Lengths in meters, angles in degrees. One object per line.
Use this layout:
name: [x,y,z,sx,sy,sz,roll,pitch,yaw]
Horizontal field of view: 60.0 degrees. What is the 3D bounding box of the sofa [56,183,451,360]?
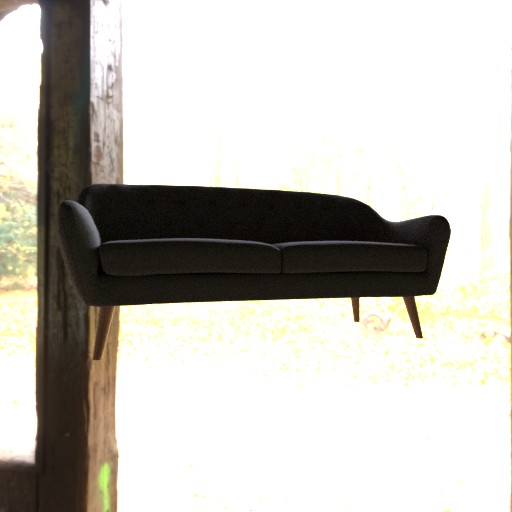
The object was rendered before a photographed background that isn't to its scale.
sofa: [0.000,0.000,2.290,1.840,0.820,0.820,0,0,-18]
